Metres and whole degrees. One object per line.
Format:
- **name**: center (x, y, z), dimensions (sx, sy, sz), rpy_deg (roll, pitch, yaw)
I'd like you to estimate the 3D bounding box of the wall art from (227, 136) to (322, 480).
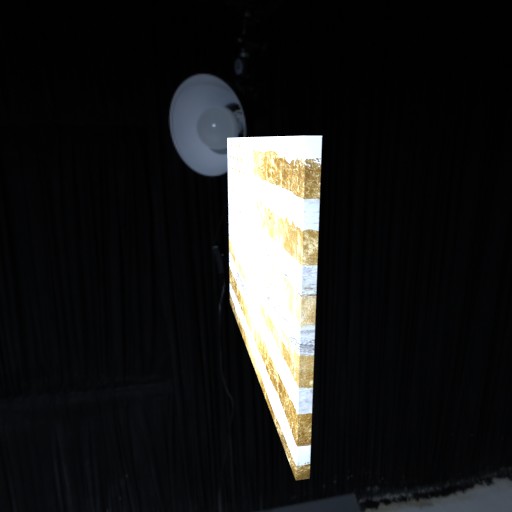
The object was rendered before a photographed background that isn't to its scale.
- **wall art**: center (0.000, 0.000, 1.181), dimensions (0.027, 0.610, 0.932), rpy_deg (-3, 15, -10)
